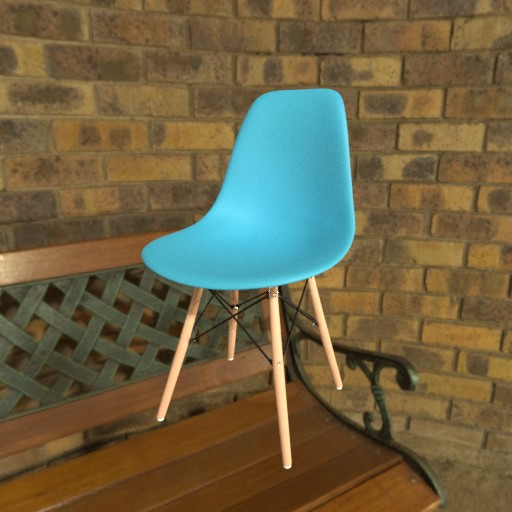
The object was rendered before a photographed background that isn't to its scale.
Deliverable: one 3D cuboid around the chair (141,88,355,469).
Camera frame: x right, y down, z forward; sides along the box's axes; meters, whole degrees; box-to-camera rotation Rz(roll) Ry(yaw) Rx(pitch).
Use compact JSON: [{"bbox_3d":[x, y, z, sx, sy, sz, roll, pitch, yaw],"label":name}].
[{"bbox_3d":[0.000,0.000,1.111,0.470,0.826,0.531,8,17,27],"label":"chair"}]
